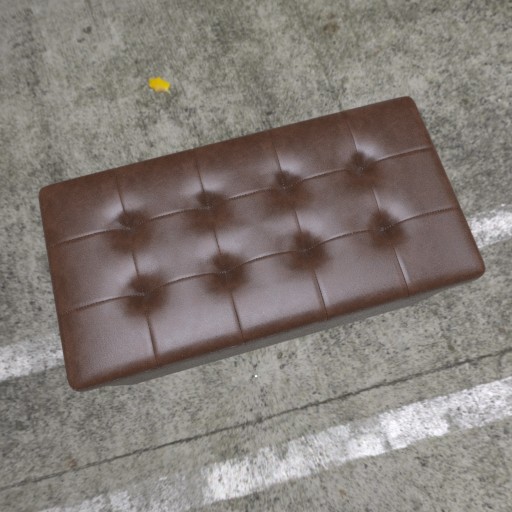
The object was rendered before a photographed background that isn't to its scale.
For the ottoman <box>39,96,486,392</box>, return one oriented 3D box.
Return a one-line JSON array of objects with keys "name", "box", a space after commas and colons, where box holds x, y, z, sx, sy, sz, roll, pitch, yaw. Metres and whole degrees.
[{"name": "ottoman", "box": [0.000, 0.000, 1.093, 0.838, 0.470, 0.432, -15, 75, -4]}]
